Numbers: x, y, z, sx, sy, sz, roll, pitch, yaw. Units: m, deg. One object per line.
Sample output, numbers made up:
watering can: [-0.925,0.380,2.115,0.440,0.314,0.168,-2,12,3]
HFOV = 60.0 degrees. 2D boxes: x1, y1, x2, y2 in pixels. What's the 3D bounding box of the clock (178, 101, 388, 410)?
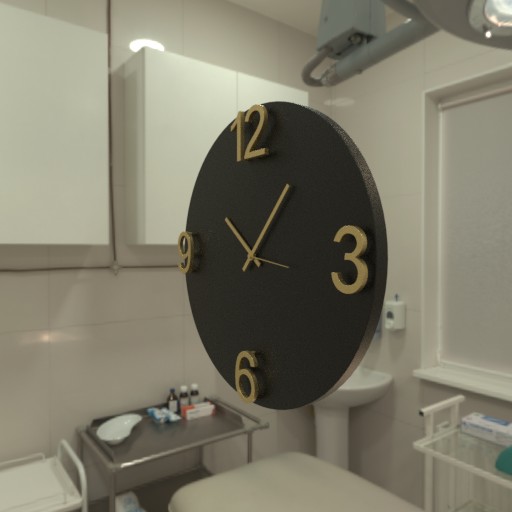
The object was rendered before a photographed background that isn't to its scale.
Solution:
clock: [0.000,0.000,0.677,0.038,0.454,0.454,-1,2,-37]
